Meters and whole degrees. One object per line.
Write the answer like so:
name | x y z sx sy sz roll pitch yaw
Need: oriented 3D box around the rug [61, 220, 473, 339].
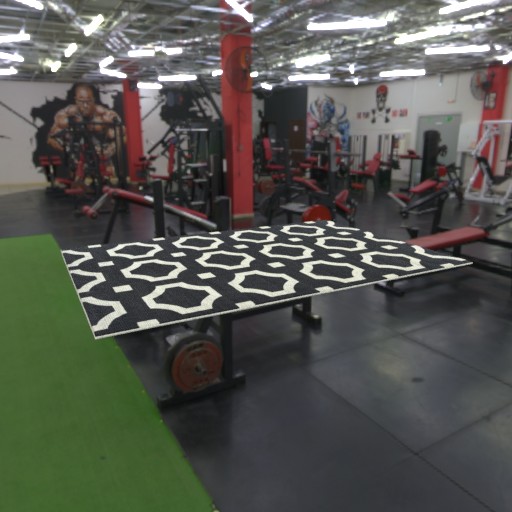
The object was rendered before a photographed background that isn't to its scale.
rug | 0.000 0.000 2.958 2.286 0.016 1.555 -8 18 -27
